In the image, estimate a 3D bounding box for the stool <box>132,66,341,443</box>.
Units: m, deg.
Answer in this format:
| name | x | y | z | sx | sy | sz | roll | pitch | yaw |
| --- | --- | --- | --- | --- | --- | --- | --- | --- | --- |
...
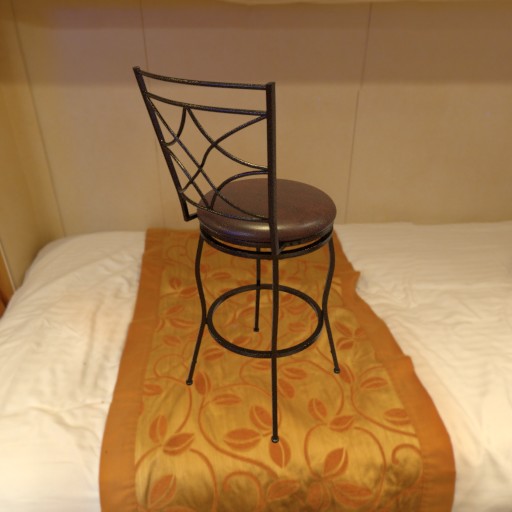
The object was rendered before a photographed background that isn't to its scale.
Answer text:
| name | x | y | z | sx | sy | sz | roll | pitch | yaw |
| --- | --- | --- | --- | --- | --- | --- | --- | --- | --- |
| stool | 0.000 | 0.000 | 1.402 | 0.434 | 1.117 | 0.534 | 21 | 36 | 33 |
